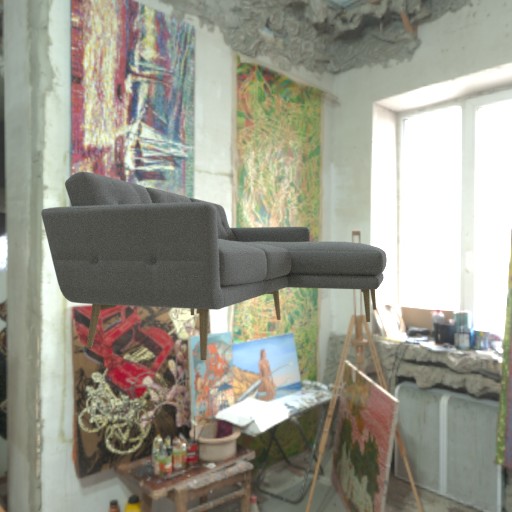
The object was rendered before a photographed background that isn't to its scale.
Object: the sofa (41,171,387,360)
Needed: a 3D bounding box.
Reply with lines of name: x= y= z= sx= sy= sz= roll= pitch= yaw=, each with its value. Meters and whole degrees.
sofa: x=0.000 y=0.000 z=2.805 sx=1.530 sy=0.860 sz=2.040 roll=0 pitch=1 yaw=18
